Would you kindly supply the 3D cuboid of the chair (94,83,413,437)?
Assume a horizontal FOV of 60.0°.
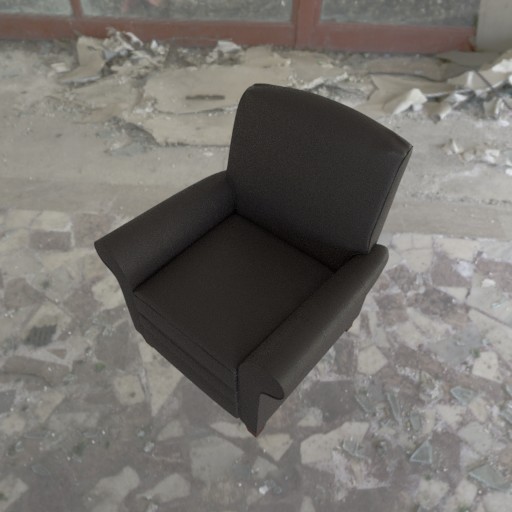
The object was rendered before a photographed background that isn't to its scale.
[{"bbox_3d":[0.000,0.000,1.840,0.978,1.061,0.902,32,54,27],"label":"chair"}]
